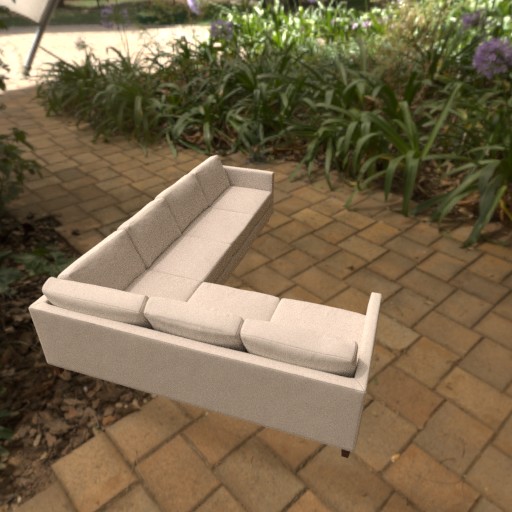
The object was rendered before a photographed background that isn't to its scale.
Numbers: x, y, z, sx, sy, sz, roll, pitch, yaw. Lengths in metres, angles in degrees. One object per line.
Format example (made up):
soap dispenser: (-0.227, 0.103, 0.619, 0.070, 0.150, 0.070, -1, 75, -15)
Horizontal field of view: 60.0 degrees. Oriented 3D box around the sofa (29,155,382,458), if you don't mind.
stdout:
sofa: (0.000, 0.000, 4.265, 2.432, 0.863, 3.182, 10, 33, 16)
